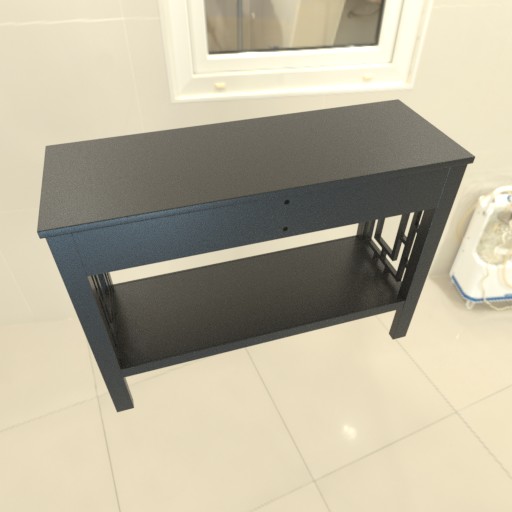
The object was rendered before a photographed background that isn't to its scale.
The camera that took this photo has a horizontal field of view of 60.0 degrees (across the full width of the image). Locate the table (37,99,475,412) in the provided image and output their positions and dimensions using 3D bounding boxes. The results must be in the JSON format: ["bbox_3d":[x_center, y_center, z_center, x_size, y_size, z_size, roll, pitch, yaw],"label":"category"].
[{"bbox_3d":[0.000,0.000,1.424,1.068,0.753,0.397,-11,43,-12],"label":"table"}]
